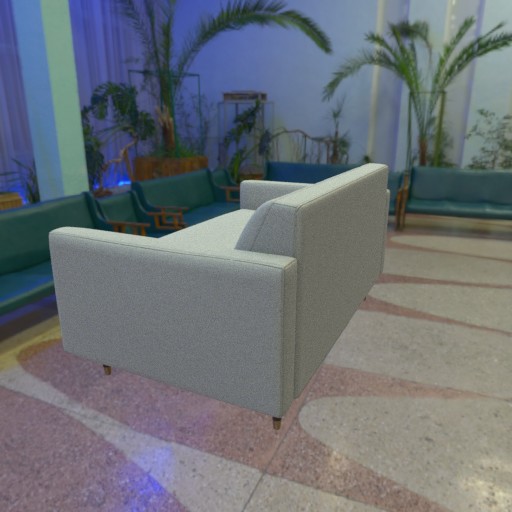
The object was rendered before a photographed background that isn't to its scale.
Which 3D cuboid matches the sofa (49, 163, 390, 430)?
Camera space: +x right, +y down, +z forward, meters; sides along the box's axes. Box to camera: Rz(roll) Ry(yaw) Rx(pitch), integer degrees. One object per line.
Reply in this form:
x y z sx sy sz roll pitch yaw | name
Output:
0.000 0.000 2.132 0.950 0.801 1.585 8 19 25 | sofa
